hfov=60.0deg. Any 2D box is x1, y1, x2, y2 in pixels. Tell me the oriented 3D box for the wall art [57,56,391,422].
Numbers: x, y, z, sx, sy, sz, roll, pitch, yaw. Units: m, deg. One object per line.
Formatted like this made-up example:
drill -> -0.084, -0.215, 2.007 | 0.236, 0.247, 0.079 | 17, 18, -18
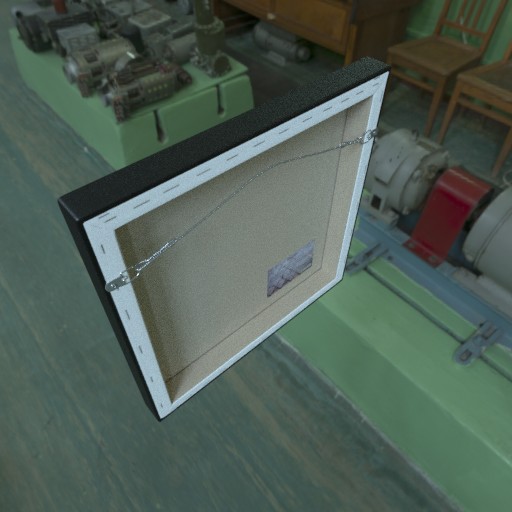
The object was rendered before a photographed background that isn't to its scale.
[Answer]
wall art -> 0.000, 0.000, 0.596 | 0.406, 0.407, 0.041 | -33, 56, -26
